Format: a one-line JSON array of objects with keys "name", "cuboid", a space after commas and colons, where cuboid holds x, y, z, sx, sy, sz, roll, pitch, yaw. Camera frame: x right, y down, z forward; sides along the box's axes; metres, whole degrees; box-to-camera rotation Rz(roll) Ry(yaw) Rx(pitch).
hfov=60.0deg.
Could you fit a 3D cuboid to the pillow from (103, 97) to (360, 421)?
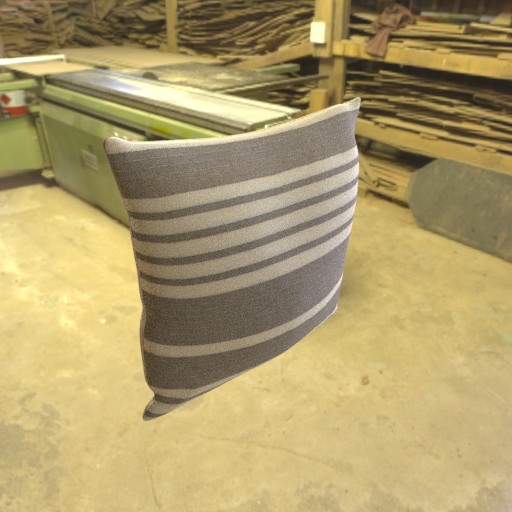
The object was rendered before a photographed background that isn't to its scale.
[{"name": "pillow", "cuboid": [0.000, 0.000, 0.694, 0.439, 0.440, 0.182, -22, 37, -34]}]
